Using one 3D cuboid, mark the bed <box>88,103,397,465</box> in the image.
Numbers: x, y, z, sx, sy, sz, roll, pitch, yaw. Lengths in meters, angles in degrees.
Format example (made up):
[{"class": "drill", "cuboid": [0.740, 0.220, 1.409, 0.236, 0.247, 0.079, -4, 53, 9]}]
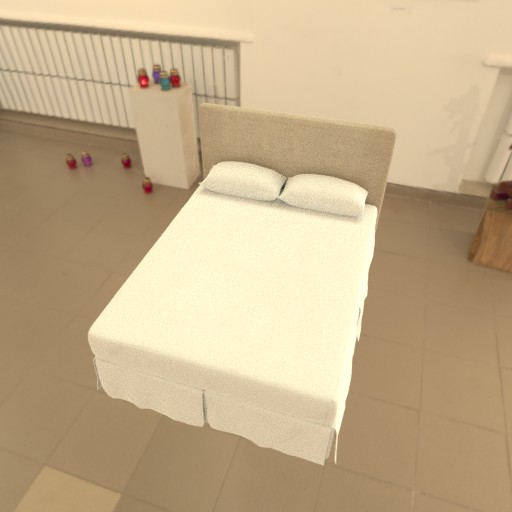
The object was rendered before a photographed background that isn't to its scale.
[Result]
[{"class": "bed", "cuboid": [0.000, 0.000, 3.281, 1.713, 1.330, 2.162, 12, 42, 13]}]
